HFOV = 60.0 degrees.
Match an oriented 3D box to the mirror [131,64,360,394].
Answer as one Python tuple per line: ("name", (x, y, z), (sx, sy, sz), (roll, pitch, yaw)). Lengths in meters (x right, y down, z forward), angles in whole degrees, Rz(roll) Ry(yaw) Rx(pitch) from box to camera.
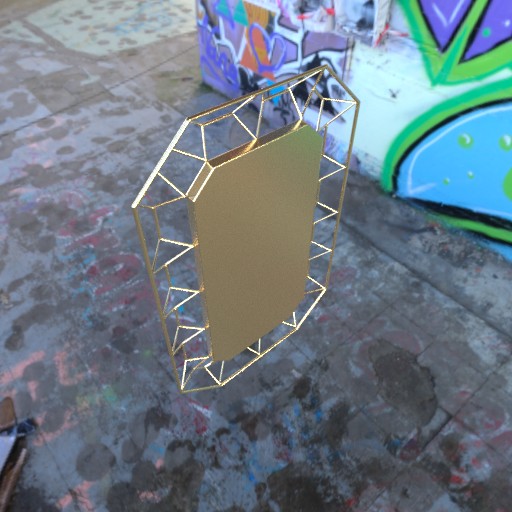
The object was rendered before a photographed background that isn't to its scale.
("mirror", (0.000, 0.000, 1.095), (0.572, 0.870, 0.051), (-31, 53, -27))
